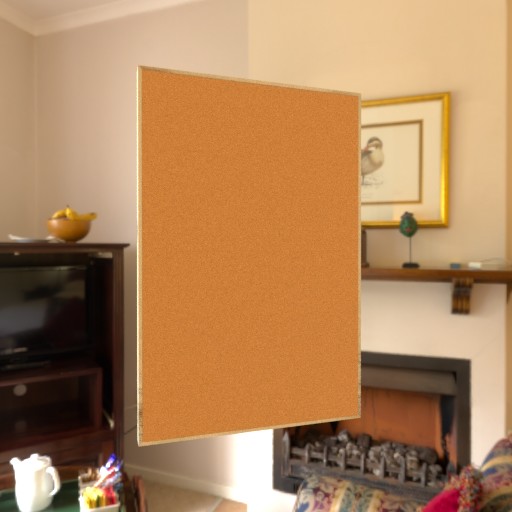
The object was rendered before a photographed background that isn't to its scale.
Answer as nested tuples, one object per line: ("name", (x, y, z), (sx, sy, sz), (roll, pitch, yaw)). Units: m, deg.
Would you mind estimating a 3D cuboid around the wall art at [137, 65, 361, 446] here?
("wall art", (0.000, 0.000, 0.983), (0.508, 0.764, 0.038), (0, 0, -18))
